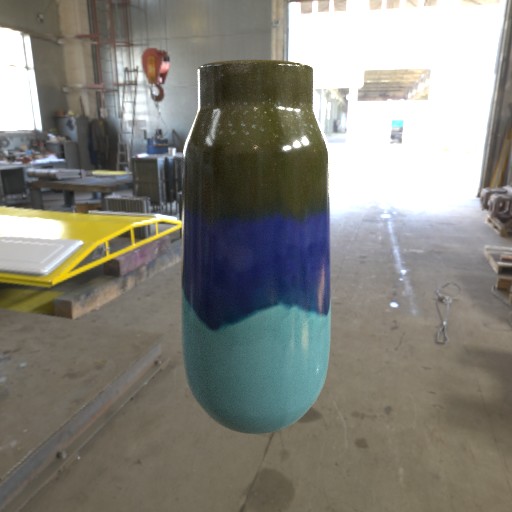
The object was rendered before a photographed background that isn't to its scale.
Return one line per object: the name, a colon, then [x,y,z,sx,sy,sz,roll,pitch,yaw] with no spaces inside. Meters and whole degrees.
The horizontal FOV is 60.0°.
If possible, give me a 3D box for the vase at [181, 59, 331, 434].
vase: [0.000,0.000,0.396,0.139,0.313,0.139,0,17,0]
